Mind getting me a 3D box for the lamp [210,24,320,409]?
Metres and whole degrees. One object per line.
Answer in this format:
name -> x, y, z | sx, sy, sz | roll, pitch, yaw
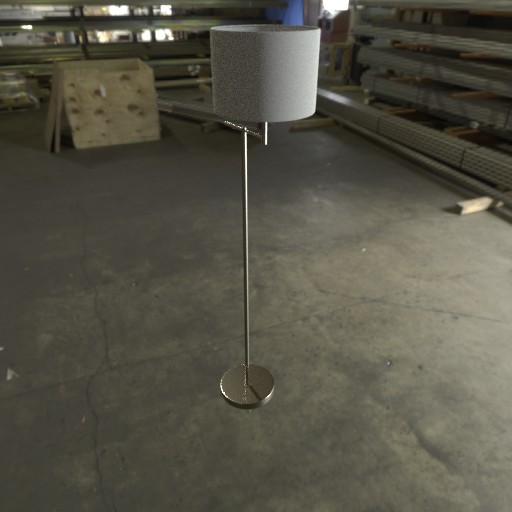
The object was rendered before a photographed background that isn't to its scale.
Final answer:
lamp -> 0.000, 0.000, 1.740 | 0.324, 1.600, 0.416 | -20, 36, -30
